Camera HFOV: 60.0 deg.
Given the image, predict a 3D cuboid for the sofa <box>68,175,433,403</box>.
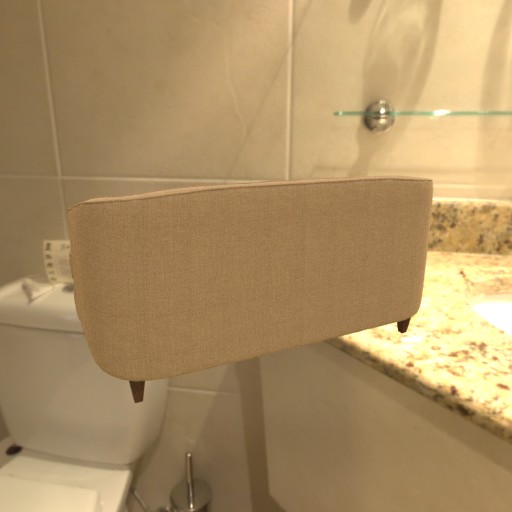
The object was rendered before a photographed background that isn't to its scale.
[{"bbox_3d":[0.000,0.000,2.282,1.733,0.855,0.941,-8,17,-26],"label":"sofa"}]
